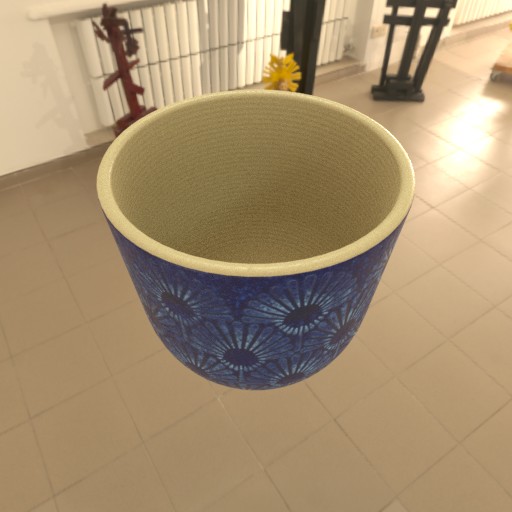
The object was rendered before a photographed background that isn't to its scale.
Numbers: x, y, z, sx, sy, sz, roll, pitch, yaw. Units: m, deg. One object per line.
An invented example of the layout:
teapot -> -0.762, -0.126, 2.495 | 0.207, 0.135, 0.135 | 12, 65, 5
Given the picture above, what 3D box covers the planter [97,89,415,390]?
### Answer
planter -> 0.000, 0.000, 0.296 | 0.170, 0.153, 0.170 | 0, 46, 0
